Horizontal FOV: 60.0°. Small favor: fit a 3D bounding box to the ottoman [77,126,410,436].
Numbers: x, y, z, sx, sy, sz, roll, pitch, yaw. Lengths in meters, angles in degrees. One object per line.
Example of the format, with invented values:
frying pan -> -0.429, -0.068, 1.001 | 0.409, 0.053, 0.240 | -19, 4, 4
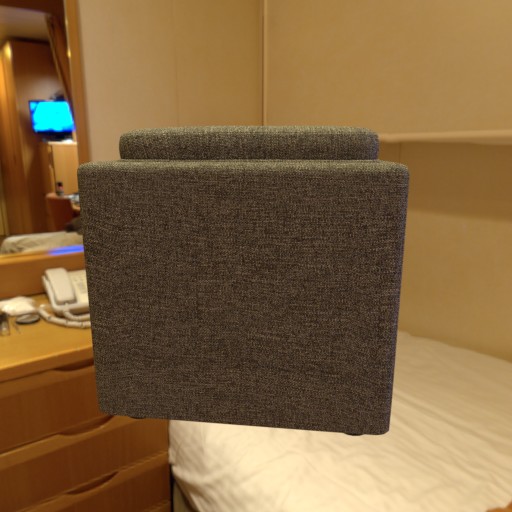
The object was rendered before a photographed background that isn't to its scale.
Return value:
ottoman -> 0.000, 0.000, 0.830 | 0.450, 0.460, 0.450 | 2, 14, 7
